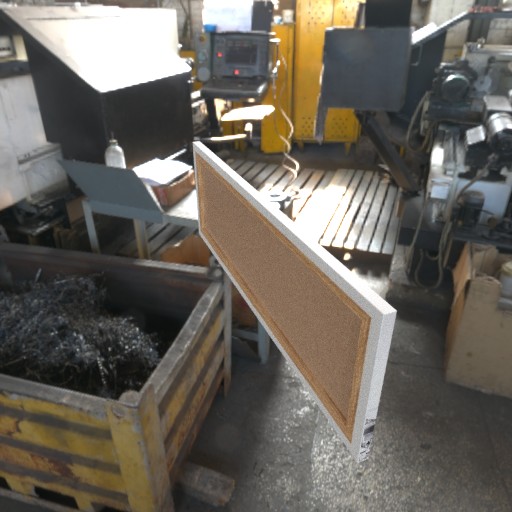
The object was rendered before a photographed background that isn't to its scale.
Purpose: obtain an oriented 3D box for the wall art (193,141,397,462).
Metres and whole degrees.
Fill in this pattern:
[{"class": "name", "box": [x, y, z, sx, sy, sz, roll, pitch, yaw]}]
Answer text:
[{"class": "wall art", "box": [0.000, 0.000, 1.709, 0.039, 0.507, 1.520, -12, 32, -20]}]
